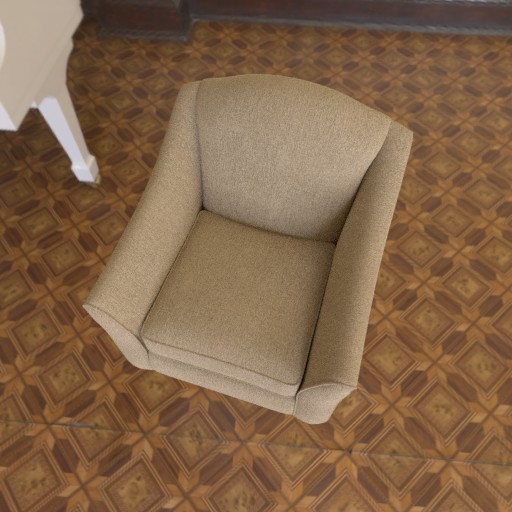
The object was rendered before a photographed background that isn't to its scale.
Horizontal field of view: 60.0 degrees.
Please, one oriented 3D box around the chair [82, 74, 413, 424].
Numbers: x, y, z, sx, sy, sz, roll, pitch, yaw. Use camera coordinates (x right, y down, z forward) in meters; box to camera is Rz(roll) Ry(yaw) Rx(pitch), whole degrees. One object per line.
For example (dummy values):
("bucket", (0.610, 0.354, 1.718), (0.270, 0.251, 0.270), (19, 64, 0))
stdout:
("chair", (0.000, 0.000, 1.442), (0.763, 0.839, 0.787), (15, 59, 9))
